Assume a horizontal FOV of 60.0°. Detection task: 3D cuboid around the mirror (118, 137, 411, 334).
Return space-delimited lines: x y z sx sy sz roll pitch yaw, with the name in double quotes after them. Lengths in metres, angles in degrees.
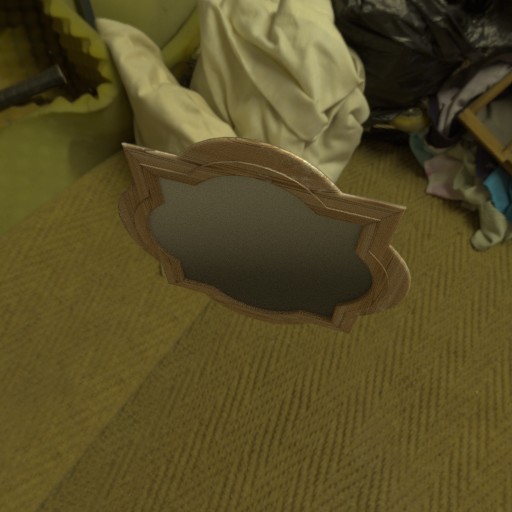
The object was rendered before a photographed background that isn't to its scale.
0.000 0.000 1.044 0.686 0.686 0.019 15 58 9 "mirror"
